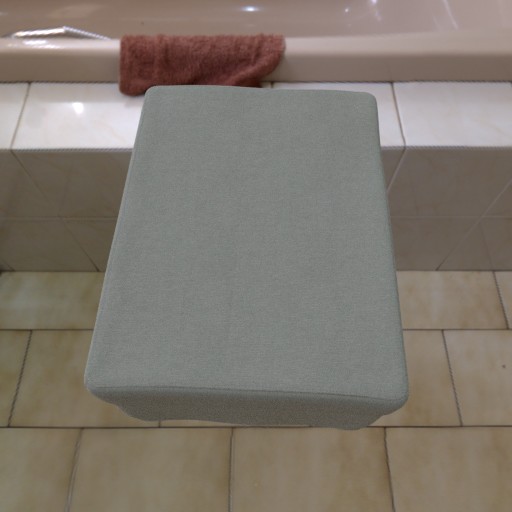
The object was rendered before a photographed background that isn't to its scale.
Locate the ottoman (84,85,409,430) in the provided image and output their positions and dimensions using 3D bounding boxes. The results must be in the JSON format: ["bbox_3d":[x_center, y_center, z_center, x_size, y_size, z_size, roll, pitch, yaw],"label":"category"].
[{"bbox_3d":[0.000,0.000,1.215,0.648,0.461,0.833,2,63,1],"label":"ottoman"}]
